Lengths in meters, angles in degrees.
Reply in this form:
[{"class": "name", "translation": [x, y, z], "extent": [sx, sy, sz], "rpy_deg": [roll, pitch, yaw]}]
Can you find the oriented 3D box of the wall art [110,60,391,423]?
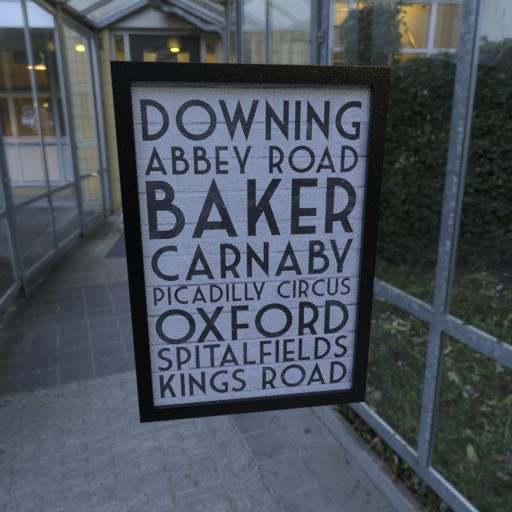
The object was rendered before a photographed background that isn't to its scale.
[{"class": "wall art", "translation": [0.000, 0.000, 0.820], "extent": [0.462, 0.656, 0.019], "rpy_deg": [-2, 16, -8]}]
